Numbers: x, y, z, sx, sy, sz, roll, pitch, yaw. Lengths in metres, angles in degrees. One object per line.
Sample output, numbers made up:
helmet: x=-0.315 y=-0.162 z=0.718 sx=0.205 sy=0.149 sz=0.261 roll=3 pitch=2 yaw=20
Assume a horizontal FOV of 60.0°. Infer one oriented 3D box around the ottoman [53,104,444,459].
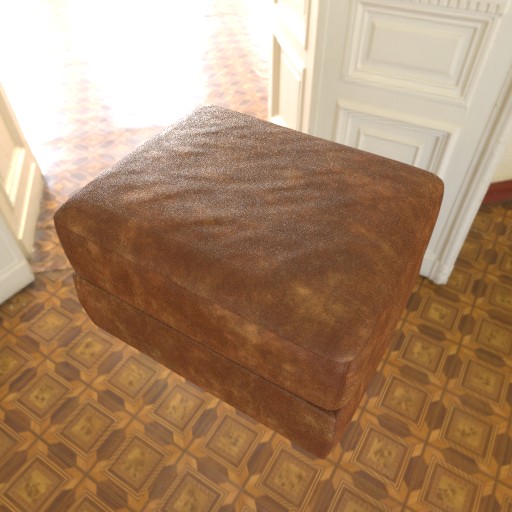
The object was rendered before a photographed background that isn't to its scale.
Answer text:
ottoman: x=0.000 y=0.000 z=1.130 sx=0.751 sy=0.476 sz=0.603 roll=24 pitch=51 yaw=21
